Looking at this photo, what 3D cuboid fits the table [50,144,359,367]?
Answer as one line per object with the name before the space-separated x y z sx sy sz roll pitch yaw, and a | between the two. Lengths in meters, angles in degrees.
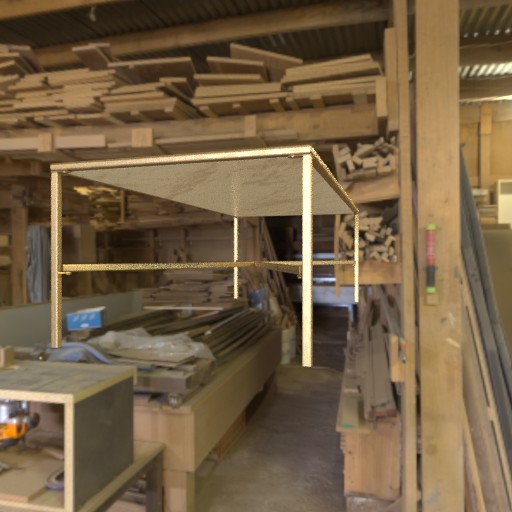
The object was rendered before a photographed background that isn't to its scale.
table | 0.000 0.000 1.459 0.577 0.405 1.197 0 0 17
